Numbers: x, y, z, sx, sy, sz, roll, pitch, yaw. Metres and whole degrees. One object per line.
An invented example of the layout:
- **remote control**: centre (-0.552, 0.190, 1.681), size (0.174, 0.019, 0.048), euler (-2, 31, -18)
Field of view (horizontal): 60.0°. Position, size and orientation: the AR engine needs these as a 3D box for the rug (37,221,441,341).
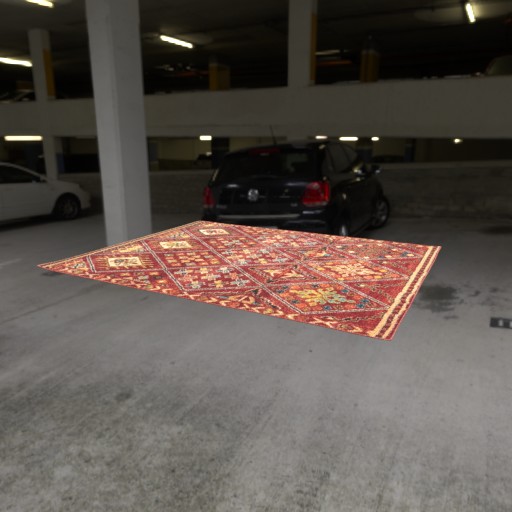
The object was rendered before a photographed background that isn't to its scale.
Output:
- **rug**: centre (0.000, 0.000, 4.282), size (3.086, 0.030, 2.489), euler (8, 17, 27)
